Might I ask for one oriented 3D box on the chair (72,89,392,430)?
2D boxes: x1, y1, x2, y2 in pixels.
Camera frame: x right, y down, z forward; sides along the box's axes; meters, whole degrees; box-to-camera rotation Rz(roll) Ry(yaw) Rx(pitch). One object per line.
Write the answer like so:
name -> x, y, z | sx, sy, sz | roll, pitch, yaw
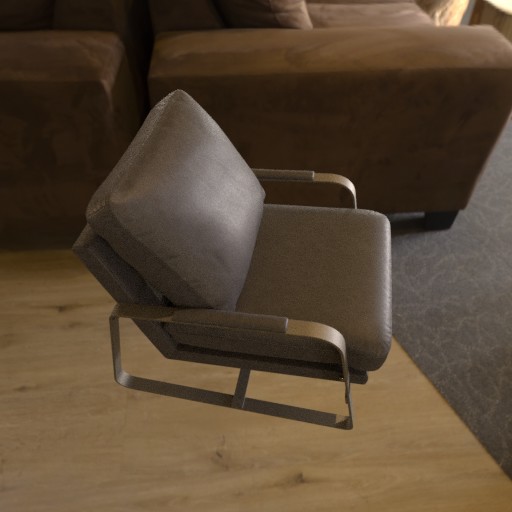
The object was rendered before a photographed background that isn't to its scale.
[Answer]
chair -> 0.000, 0.000, 1.461 | 0.878, 0.839, 0.692 | 8, 48, 7
